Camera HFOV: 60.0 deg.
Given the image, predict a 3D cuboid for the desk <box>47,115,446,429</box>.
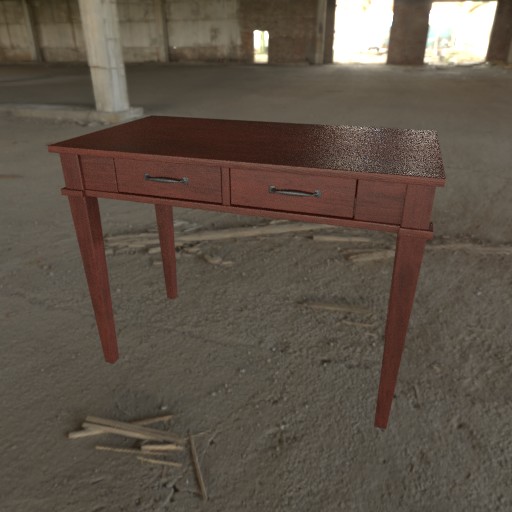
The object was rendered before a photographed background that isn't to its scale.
[{"bbox_3d":[0.000,0.000,1.450,1.001,0.762,0.549,8,27,16],"label":"desk"}]
